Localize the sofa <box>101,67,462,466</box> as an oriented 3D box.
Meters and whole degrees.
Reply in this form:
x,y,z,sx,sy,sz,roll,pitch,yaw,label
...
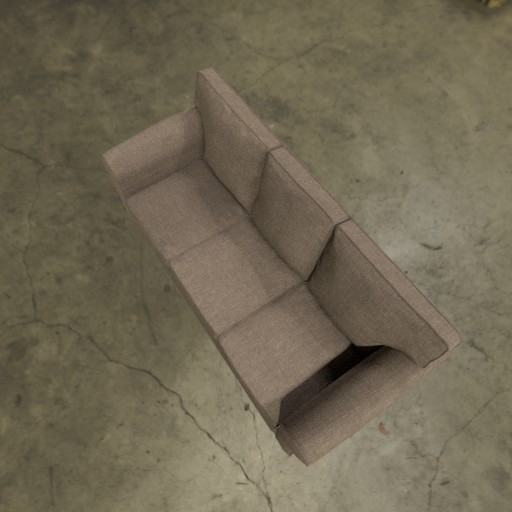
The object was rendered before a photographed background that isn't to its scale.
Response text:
x,y,z,sx,sy,sz,roll,pitch,yaw,label
0.000,0.000,2.530,0.916,0.961,2.084,-31,67,-15,sofa
